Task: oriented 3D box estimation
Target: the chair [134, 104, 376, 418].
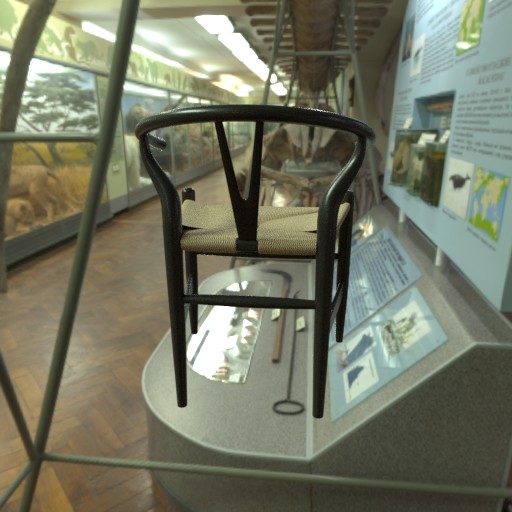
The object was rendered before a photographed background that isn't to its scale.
[{"bbox_3d":[0.000,0.000,1.176,0.570,0.739,0.570,2,17,7],"label":"chair"}]
